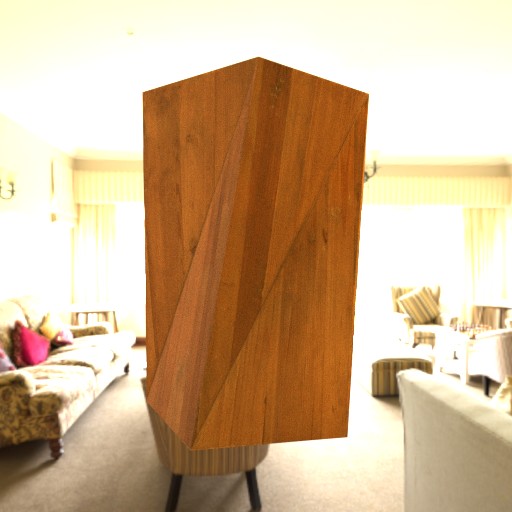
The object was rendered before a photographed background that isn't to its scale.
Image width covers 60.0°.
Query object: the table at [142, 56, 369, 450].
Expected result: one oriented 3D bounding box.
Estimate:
[{"bbox_3d":[0.000,0.000,0.888,0.425,0.604,0.441,0,1,37],"label":"table"}]
